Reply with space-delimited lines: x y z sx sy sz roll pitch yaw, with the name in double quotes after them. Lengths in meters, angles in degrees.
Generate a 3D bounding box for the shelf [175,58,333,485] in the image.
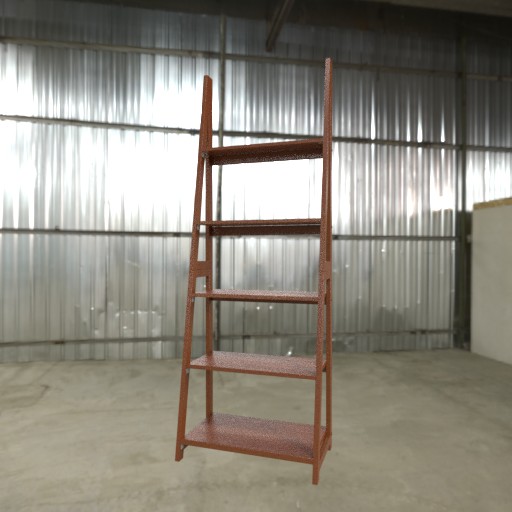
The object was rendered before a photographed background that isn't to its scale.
0.000 0.000 1.986 0.630 1.780 0.356 0 0 19 "shelf"
